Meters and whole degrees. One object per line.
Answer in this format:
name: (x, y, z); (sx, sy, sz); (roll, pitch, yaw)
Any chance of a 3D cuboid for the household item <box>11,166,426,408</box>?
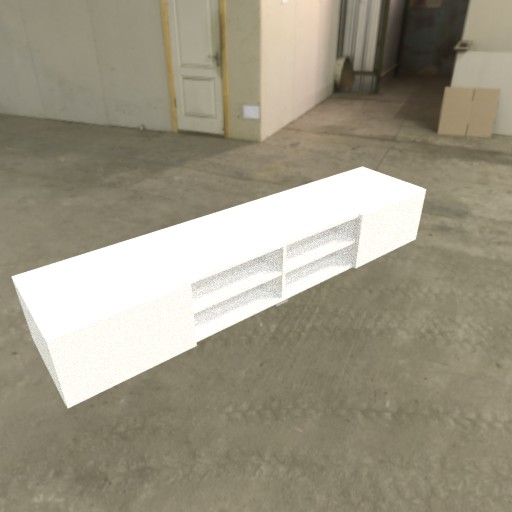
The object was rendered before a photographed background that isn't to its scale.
household item: (0.000, 0.000, 1.981); (1.850, 0.310, 0.420); (-22, 37, -31)
